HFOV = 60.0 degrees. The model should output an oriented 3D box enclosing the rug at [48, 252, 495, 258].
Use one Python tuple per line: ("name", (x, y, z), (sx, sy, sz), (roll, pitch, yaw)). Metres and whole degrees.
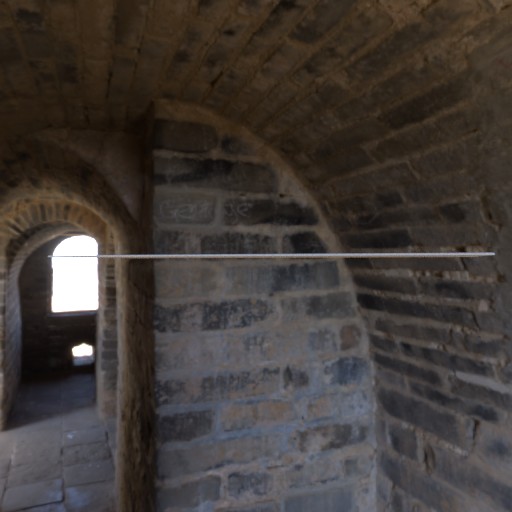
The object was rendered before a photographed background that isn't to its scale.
("rug", (0.000, 0.000, 2.650), (2.430, 0.012, 0.759), (0, -1, 19))
